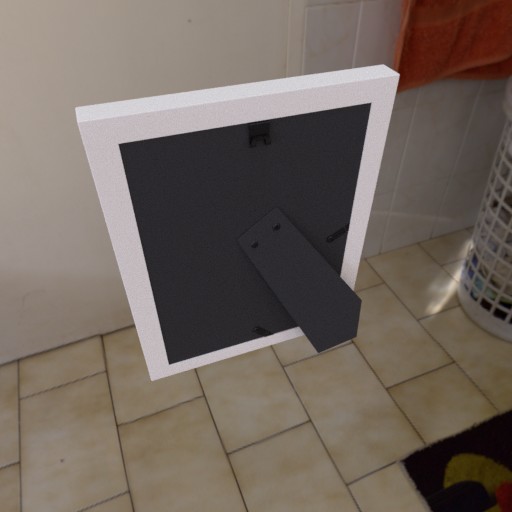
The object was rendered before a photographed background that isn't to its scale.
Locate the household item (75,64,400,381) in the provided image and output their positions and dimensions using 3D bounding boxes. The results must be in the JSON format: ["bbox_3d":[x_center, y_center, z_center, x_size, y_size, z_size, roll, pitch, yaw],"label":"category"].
[{"bbox_3d":[0.000,0.000,0.342,0.200,0.250,0.045,-14,44,-15],"label":"household item"}]
